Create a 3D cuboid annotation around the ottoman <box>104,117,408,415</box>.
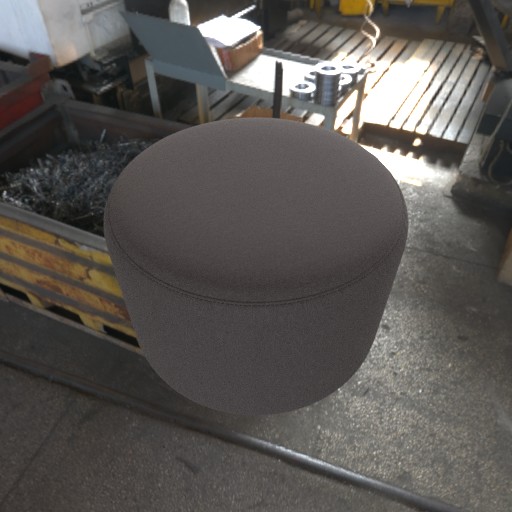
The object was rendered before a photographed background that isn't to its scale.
[{"bbox_3d":[0.000,0.000,1.016,0.608,0.433,0.608,0,45,0],"label":"ottoman"}]
